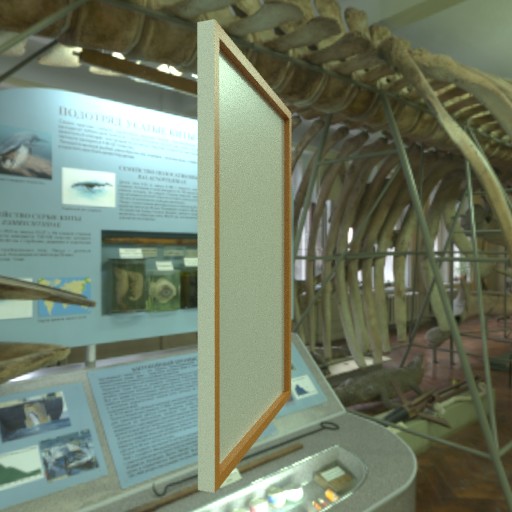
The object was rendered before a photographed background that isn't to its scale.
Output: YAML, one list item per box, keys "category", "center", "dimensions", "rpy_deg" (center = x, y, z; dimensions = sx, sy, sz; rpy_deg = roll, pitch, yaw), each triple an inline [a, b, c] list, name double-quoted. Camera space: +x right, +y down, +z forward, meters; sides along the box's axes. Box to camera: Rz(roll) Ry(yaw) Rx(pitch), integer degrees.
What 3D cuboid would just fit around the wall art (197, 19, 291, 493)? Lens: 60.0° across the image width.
- category: "wall art"
  center: [0.000, 0.000, 0.763]
  dimensions: [0.025, 0.608, 0.405]
  rpy_deg: [0, 1, 19]
